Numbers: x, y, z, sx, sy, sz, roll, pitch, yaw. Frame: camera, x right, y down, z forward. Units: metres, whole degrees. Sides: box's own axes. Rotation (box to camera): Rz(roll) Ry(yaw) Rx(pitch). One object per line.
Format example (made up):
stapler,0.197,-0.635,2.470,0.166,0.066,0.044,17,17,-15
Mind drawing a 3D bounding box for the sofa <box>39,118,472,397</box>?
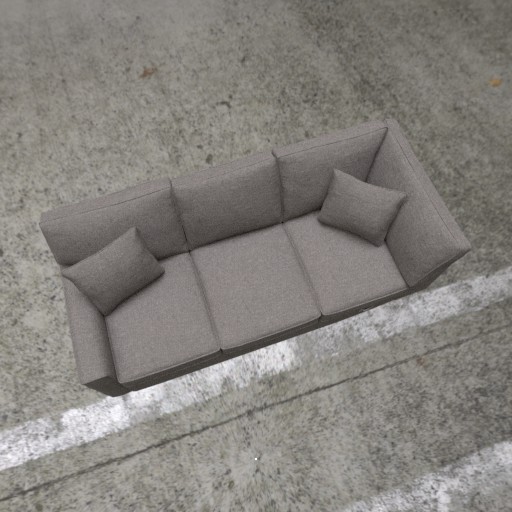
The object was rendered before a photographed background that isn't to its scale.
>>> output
sofa,0.000,0.000,2.837,2.317,0.962,1.061,-18,67,-8
